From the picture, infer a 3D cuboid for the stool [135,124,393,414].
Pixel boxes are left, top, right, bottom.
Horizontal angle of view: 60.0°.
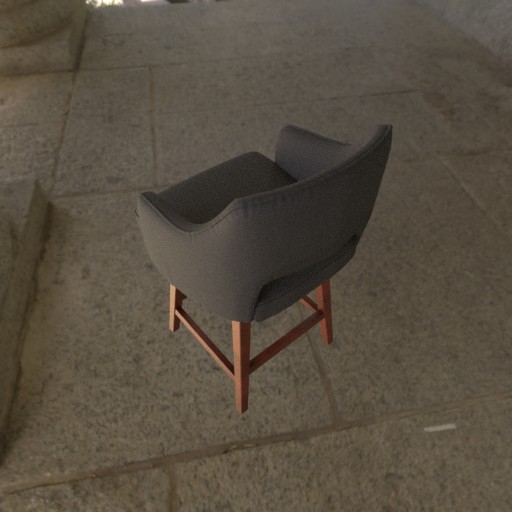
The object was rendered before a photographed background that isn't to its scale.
[{"bbox_3d":[0.000,0.000,1.298,0.548,0.912,0.558,-31,54,-26],"label":"stool"}]
